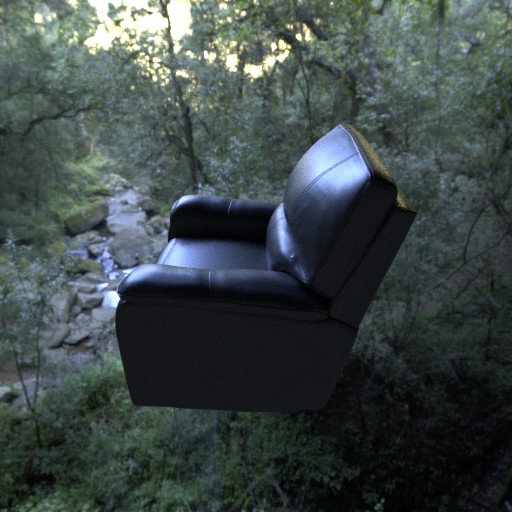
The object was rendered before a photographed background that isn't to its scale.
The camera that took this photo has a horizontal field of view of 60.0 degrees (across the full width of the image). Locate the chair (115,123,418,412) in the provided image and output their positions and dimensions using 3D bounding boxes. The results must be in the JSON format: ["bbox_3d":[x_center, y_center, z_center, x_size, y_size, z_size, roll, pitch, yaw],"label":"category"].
[{"bbox_3d":[0.000,0.000,2.044,1.087,1.109,1.096,1,25,2],"label":"chair"}]
